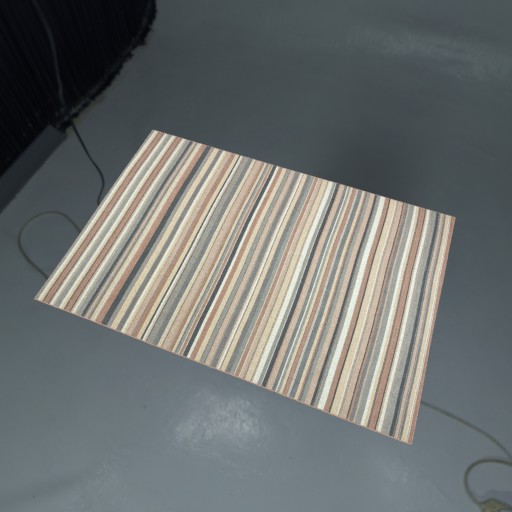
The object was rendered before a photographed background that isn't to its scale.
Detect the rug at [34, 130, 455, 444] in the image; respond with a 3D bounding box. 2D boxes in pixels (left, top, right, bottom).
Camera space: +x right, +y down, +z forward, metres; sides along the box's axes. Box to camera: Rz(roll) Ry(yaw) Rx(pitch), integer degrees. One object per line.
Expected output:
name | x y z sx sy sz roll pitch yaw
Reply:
rug | 0.000 0.000 2.262 1.829 0.008 1.219 18 61 10
